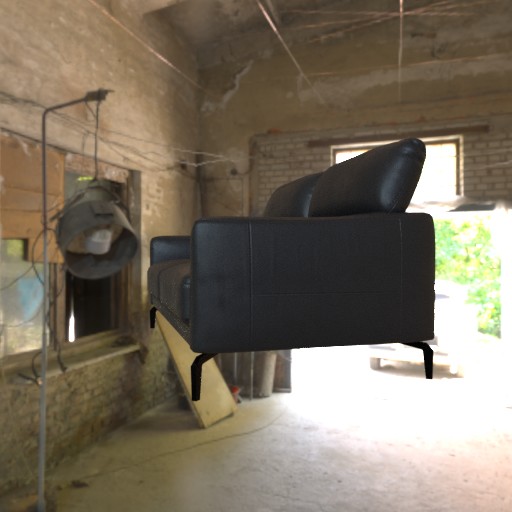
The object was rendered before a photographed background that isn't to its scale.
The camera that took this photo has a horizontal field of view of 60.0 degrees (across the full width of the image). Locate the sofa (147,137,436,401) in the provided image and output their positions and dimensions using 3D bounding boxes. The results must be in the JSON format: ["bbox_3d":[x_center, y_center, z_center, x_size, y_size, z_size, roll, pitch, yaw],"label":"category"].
[{"bbox_3d":[0.000,0.000,2.206,0.958,0.920,1.596,0,0,-18],"label":"sofa"}]
